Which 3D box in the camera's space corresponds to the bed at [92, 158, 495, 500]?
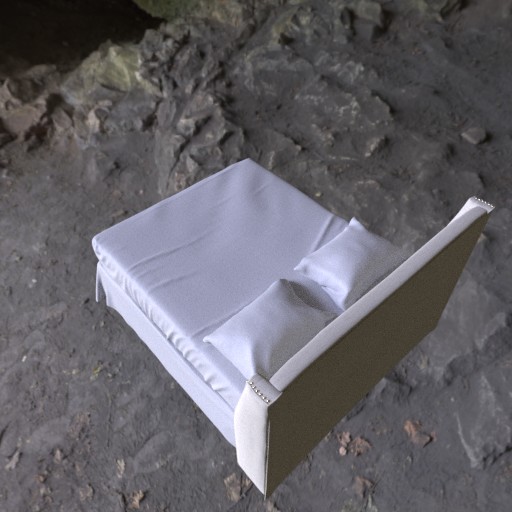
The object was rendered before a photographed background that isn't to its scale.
[{"bbox_3d":[0.000,0.000,3.285,1.925,1.332,2.276,-33,54,-28],"label":"bed"}]
